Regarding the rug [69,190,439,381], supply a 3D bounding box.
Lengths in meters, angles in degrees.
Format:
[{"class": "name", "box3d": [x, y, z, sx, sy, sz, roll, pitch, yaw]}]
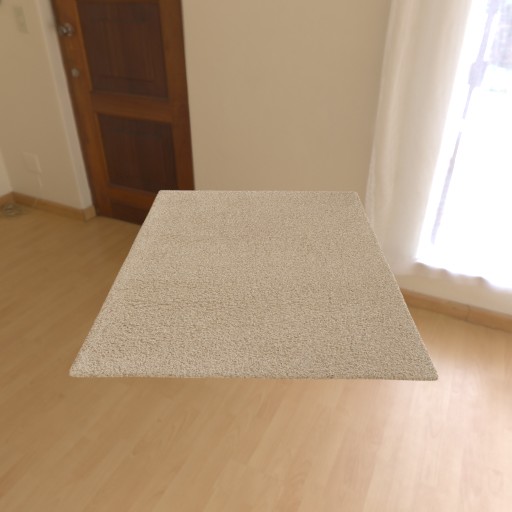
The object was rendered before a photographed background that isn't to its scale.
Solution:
[{"class": "rug", "box3d": [0.000, 0.000, 4.193, 2.438, 0.029, 3.047, 0, 32, 1]}]
